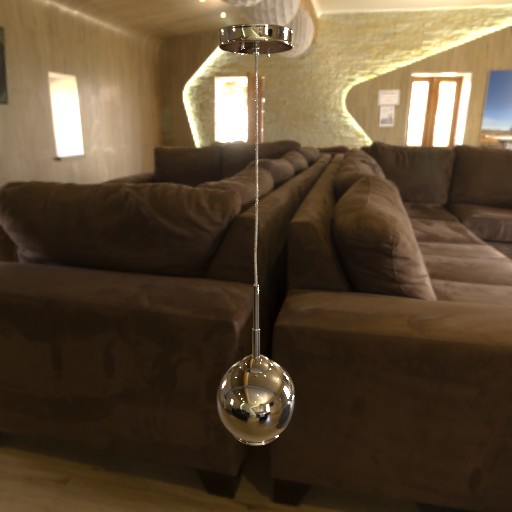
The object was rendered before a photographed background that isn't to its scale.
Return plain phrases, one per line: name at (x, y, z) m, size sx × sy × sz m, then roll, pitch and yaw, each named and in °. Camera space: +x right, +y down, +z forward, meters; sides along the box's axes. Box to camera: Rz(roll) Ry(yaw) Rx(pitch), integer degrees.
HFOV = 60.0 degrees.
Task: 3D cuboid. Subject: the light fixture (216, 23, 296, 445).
light fixture at (0.000, 0.000, 1.676) m, size 0.336 × 1.538 × 0.336 m, roll 8°, pitch 18°, yaw 27°
